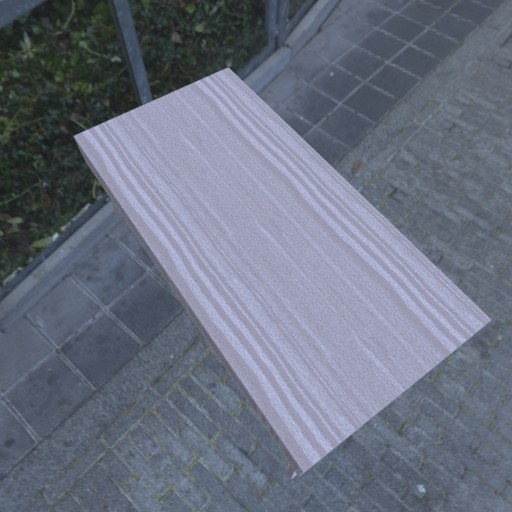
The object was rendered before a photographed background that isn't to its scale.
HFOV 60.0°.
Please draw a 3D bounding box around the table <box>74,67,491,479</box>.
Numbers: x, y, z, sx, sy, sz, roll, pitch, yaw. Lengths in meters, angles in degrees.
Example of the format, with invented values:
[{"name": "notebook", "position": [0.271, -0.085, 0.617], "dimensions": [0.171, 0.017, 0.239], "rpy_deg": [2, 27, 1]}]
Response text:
[{"name": "table", "position": [0.000, 0.000, 1.464], "dimensions": [0.600, 0.450, 1.200], "rpy_deg": [-31, 64, -17]}]
